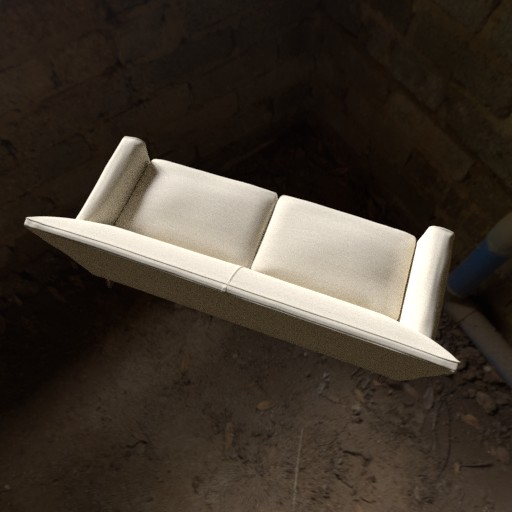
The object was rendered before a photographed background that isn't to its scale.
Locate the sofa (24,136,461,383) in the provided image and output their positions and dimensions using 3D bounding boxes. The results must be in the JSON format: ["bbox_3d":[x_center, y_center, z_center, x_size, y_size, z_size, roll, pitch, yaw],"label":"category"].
[{"bbox_3d":[0.000,0.000,2.463,2.001,0.907,0.841,18,65,9],"label":"sofa"}]
